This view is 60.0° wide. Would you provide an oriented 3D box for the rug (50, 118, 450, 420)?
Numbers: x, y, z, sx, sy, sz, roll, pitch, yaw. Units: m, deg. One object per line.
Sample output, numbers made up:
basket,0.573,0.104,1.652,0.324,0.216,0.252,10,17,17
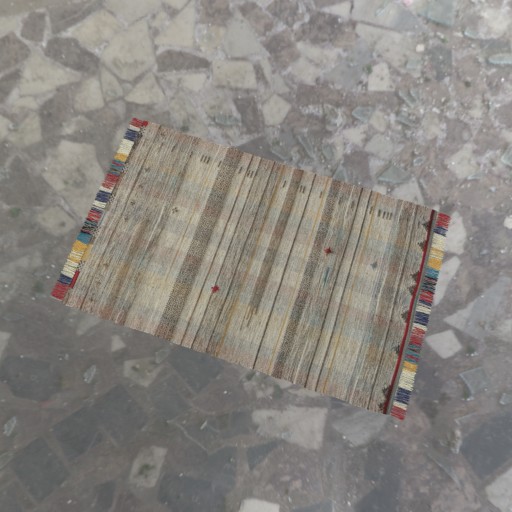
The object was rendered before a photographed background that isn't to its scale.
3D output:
rug,0.000,0.000,3.049,2.465,0.012,1.465,18,76,5
